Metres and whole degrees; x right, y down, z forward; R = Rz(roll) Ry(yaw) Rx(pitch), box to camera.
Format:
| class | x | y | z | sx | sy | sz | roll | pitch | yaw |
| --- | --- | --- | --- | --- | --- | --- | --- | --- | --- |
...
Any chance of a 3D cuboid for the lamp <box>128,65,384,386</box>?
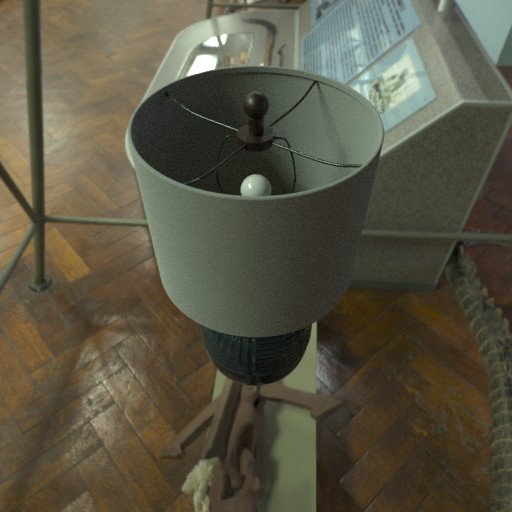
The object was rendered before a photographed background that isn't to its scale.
| class | x | y | z | sx | sy | sz | roll | pitch | yaw |
| --- | --- | --- | --- | --- | --- | --- | --- | --- | --- |
| lamp | 0.000 | 0.000 | 0.738 | 0.318 | 0.567 | 0.318 | 0 | 46 | 0 |
